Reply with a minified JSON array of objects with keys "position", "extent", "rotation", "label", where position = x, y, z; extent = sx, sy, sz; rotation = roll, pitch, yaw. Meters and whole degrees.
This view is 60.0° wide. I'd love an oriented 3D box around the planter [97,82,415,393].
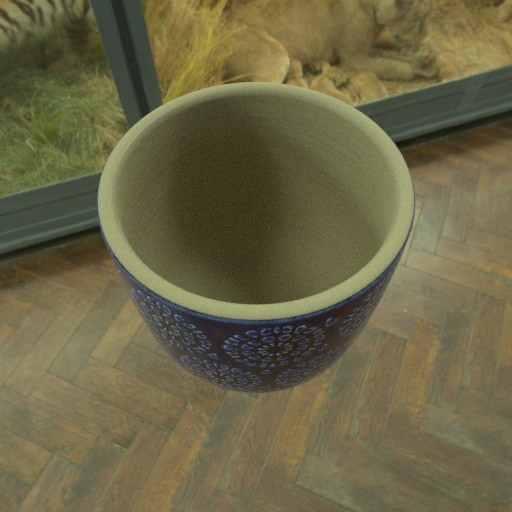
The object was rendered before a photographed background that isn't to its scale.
[{"position":[0.000,0.000,0.291],"extent":[0.165,0.149,0.165],"rotation":[0,57,0],"label":"planter"}]
